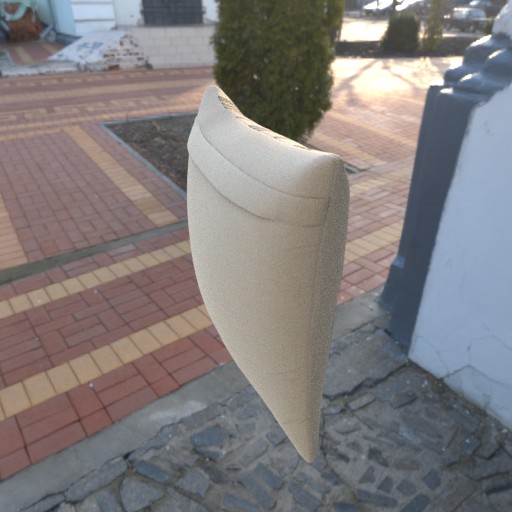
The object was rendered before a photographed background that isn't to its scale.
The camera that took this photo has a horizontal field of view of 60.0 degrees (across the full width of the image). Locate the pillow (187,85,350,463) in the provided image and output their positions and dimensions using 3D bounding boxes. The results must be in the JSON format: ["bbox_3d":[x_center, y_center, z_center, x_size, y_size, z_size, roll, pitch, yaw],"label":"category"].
[{"bbox_3d":[0.000,0.000,0.635,0.173,0.406,0.405,-10,31,-18],"label":"pillow"}]
